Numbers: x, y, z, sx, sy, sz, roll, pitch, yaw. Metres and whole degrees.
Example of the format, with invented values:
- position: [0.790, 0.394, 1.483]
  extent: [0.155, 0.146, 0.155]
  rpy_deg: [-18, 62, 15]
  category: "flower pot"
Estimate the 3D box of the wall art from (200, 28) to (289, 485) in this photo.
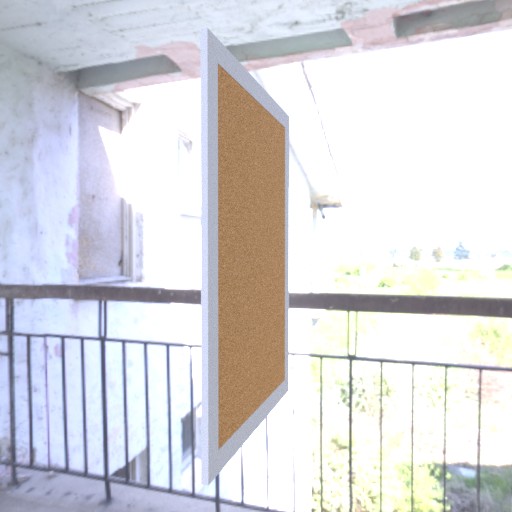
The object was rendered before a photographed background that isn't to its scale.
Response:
- position: [0.000, 0.000, 0.853]
  extent: [0.011, 0.659, 0.454]
  rpy_deg: [0, 1, 19]
  category: "wall art"
